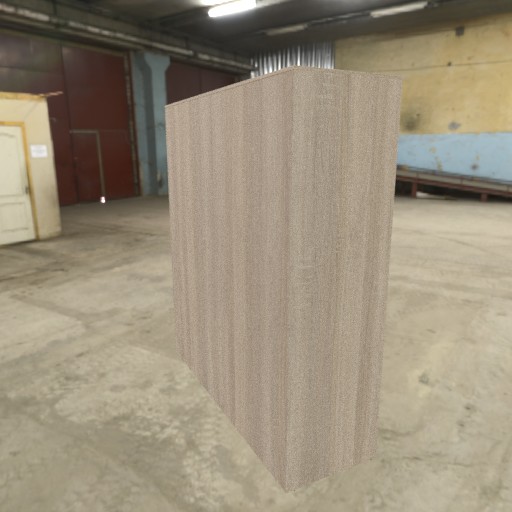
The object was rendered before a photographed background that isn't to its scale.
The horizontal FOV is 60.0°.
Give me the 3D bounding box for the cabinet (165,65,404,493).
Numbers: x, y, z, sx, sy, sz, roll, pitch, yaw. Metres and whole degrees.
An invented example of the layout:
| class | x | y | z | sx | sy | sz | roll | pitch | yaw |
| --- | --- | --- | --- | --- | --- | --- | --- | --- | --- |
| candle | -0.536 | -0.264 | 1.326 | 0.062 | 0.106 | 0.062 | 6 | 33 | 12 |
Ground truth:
| class | x | y | z | sx | sy | sz | roll | pitch | yaw |
| --- | --- | --- | --- | --- | --- | --- | --- | --- | --- |
| cabinet | 0.000 | 0.000 | 2.991 | 0.620 | 2.060 | 1.870 | -7 | 15 | -27 |
